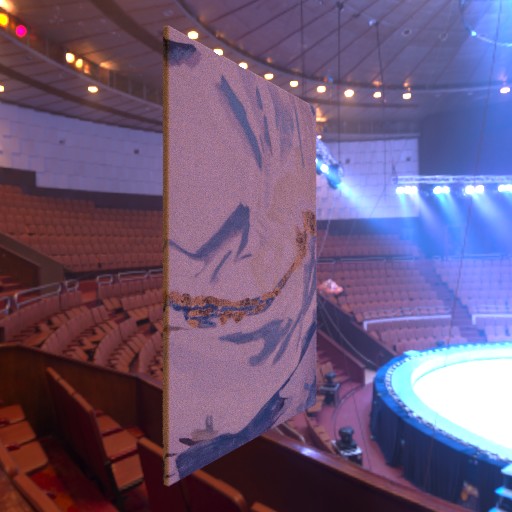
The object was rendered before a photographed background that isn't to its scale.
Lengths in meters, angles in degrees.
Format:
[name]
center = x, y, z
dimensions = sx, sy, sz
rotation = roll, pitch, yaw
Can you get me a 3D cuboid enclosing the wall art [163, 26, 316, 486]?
[wall art]
center = 0.000, 0.000, 1.124
dimensions = 0.016, 0.914, 0.610
rotation = 0, 0, 36
